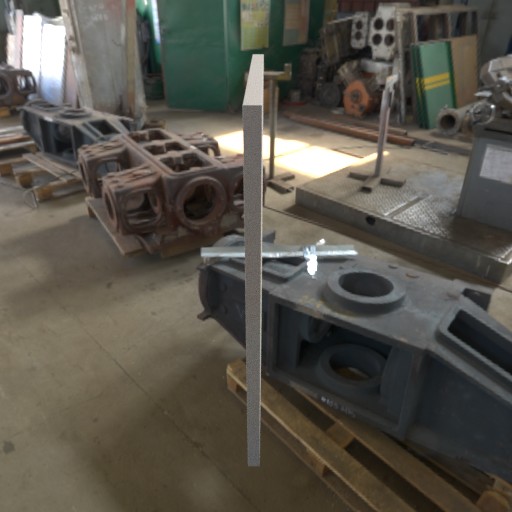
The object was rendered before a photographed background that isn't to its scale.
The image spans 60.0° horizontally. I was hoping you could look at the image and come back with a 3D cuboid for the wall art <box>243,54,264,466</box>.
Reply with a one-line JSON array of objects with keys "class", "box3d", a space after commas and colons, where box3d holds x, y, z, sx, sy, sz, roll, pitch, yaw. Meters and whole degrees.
[{"class": "wall art", "box3d": [0.000, 0.000, 1.478, 0.038, 1.143, 0.764, 1, 31, 1]}]
